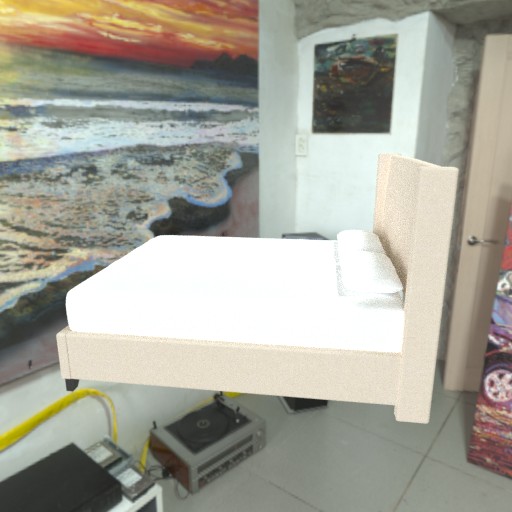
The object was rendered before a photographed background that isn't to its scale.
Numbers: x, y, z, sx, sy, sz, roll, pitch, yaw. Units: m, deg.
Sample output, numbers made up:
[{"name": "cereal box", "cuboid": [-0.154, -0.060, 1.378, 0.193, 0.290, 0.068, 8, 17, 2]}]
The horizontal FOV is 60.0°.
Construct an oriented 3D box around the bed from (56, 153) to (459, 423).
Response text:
[{"name": "bed", "cuboid": [0.000, 0.000, 3.385, 2.293, 1.471, 1.778, 2, 15, 8]}]
